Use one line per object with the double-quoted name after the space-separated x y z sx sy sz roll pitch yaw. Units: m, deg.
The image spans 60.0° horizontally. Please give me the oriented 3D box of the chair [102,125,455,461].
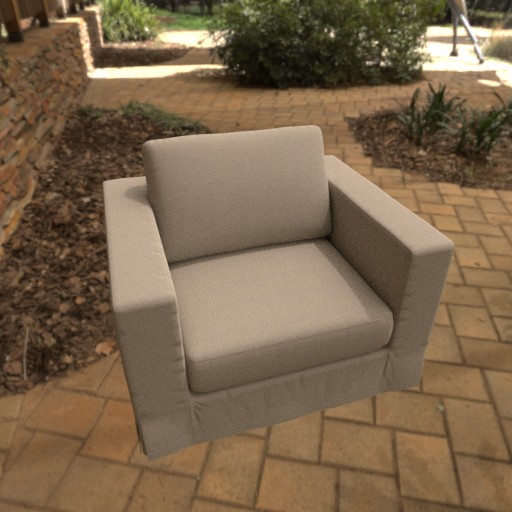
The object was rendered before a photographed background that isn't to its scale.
0.000 0.000 1.807 1.150 0.878 0.957 -10 33 -15 "chair"
